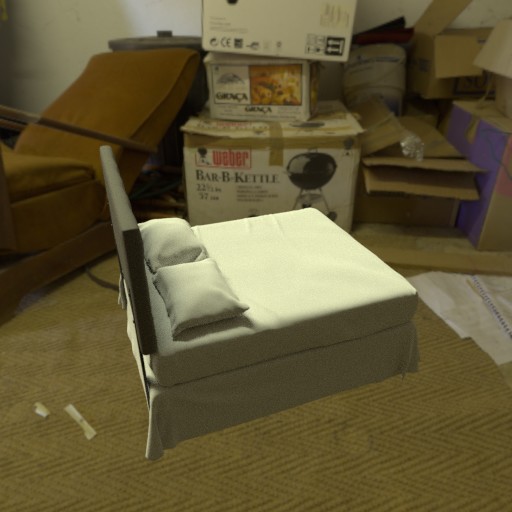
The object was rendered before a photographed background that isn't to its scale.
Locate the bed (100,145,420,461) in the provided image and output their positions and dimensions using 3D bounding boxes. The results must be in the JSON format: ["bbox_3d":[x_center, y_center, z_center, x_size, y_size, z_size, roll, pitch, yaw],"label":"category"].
[{"bbox_3d":[0.000,0.000,3.568,2.222,1.577,1.936,-11,31,-18],"label":"bed"}]
